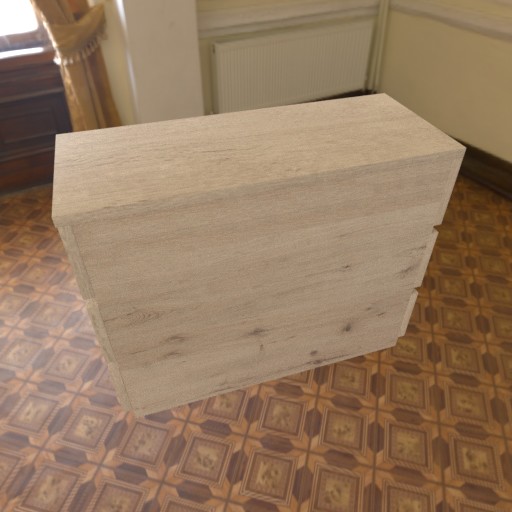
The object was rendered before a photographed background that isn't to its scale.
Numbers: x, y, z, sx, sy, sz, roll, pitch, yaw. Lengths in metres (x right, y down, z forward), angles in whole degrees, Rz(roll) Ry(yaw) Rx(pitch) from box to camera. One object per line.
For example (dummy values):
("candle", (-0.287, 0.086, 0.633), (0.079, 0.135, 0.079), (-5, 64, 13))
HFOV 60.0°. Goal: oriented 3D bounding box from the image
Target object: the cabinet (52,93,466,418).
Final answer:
("cabinet", (0.000, 0.000, 1.472), (1.040, 0.820, 0.420), (-12, 42, -14))
